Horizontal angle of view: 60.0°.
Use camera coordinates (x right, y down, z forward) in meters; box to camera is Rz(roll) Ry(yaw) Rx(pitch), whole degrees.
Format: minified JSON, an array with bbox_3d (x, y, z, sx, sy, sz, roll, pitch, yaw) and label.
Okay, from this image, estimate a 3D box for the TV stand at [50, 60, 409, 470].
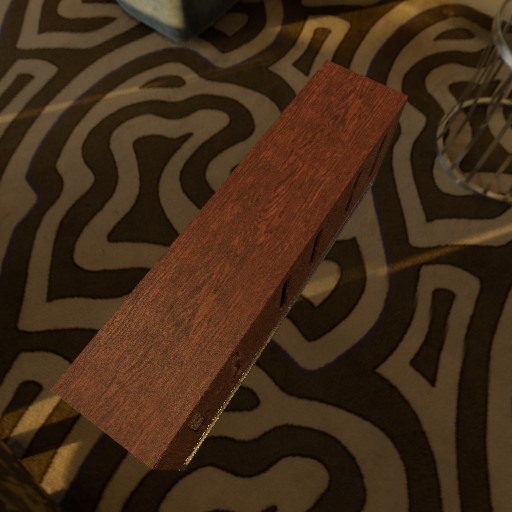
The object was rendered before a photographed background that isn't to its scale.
[{"bbox_3d":[0.000,0.000,1.716,0.382,0.578,1.541,31,68,14],"label":"TV stand"}]
